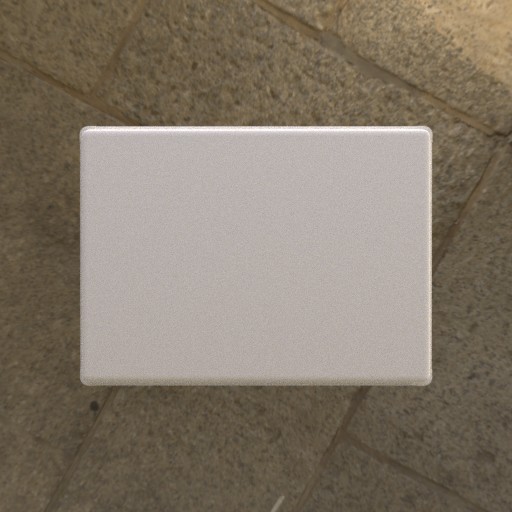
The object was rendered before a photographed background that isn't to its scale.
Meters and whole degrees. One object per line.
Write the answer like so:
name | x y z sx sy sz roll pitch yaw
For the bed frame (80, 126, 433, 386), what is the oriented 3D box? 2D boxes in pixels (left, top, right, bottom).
bed frame | 0.000 0.000 2.501 1.900 0.406 1.400 0 90 0
